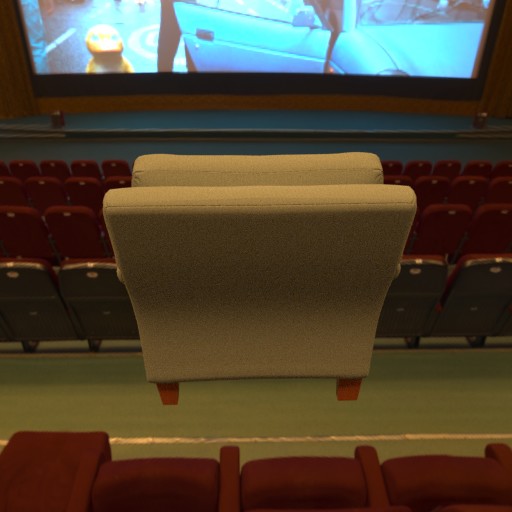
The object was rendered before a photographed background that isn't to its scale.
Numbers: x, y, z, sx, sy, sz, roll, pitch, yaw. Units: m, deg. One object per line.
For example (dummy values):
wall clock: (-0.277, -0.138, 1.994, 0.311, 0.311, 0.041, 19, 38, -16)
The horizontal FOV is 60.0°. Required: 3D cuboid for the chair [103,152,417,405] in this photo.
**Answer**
chair: (0.000, 0.000, 1.895, 0.955, 1.038, 1.070, -1, 29, -2)
